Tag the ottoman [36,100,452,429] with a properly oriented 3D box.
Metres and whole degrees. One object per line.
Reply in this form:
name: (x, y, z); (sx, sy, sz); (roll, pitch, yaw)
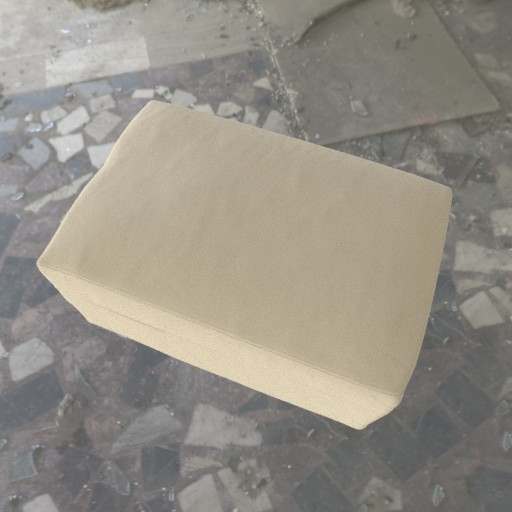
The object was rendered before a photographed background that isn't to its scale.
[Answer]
ottoman: (0.000, 0.000, 1.191); (0.872, 0.444, 0.590); (19, 64, 10)
